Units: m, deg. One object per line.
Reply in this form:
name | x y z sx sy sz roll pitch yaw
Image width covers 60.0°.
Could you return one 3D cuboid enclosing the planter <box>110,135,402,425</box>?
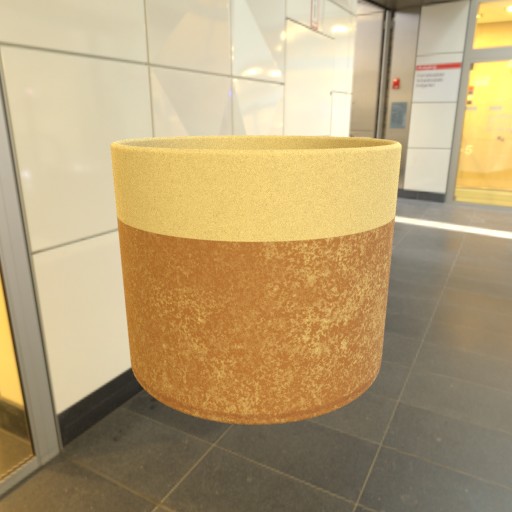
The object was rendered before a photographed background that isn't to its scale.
planter | 0.000 0.000 0.273 0.159 0.138 0.159 0 17 0
